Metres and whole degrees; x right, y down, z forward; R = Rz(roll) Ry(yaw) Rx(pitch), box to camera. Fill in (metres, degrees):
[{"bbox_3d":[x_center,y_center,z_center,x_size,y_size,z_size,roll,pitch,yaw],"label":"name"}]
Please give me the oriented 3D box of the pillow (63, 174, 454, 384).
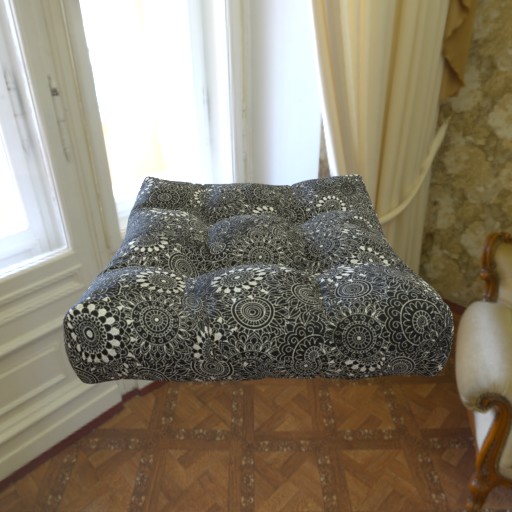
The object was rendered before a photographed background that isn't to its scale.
[{"bbox_3d":[0.000,0.000,0.720,0.468,0.128,0.490,-1,29,-2],"label":"pillow"}]
